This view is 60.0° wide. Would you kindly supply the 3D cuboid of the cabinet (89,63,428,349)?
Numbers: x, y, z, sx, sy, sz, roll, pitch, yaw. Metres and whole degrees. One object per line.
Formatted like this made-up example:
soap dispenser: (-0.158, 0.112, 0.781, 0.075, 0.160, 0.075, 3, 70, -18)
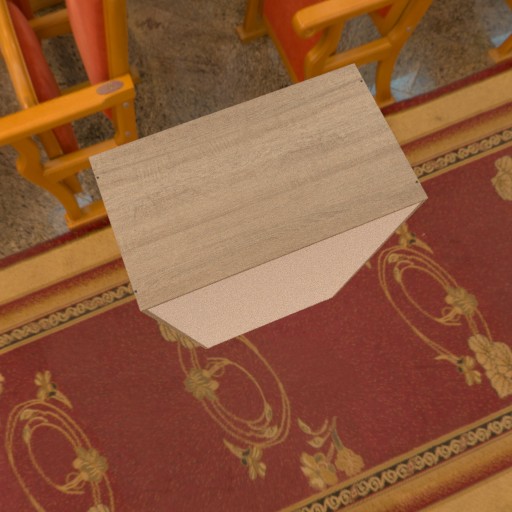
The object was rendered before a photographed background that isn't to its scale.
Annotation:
cabinet: (0.000, 0.000, 2.460, 1.006, 1.999, 0.571, -21, 76, -6)
